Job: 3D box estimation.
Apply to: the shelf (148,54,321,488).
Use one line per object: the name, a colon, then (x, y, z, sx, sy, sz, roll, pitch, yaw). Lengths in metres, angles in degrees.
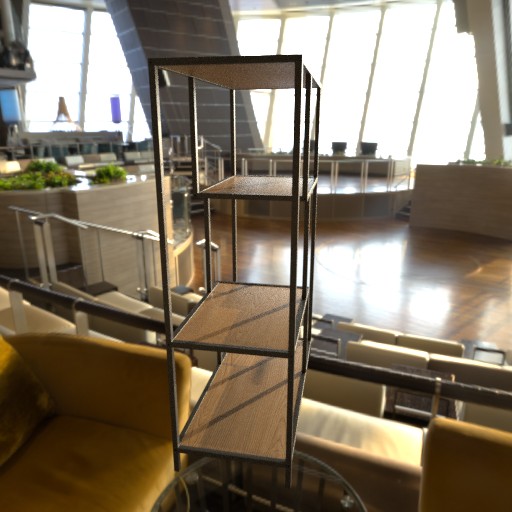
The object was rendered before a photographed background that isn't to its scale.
shelf: (0.000, 0.000, 1.494, 0.350, 1.138, 0.770, 3, 17, 10)
